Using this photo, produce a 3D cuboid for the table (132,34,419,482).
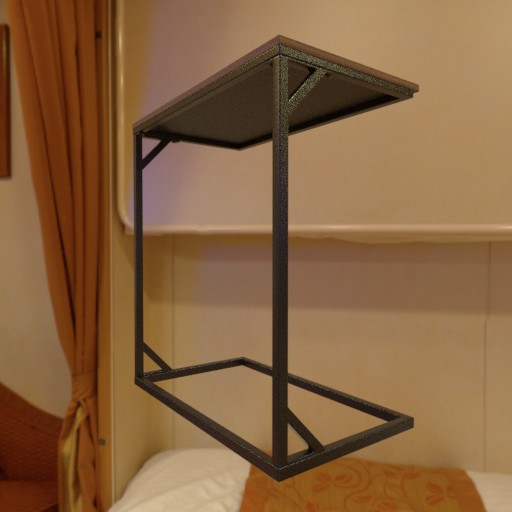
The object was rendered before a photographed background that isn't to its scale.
[{"bbox_3d":[0.000,0.000,1.008,0.351,0.673,0.597,-1,2,-36],"label":"table"}]
